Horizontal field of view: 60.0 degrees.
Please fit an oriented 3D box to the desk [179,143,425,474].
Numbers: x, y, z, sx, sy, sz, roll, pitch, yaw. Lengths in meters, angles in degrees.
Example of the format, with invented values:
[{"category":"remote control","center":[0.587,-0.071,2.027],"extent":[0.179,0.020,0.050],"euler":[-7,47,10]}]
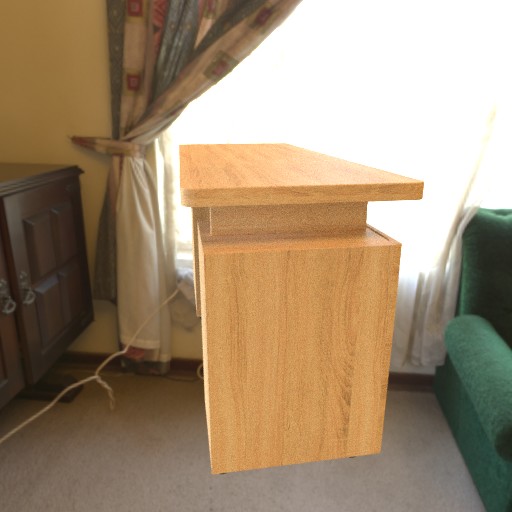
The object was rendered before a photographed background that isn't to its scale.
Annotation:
[{"category":"desk","center":[0.000,0.000,1.717],"extent":[0.550,0.760,1.400],"euler":[-3,18,-9]}]
